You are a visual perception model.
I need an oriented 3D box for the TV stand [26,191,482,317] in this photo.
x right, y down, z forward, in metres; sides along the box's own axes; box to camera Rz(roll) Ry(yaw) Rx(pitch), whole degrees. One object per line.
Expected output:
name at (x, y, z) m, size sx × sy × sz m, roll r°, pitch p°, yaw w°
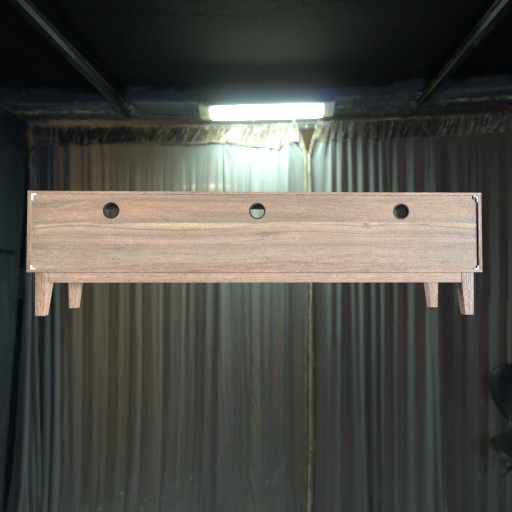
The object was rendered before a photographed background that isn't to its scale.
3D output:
TV stand at (0.000, 0.000, 1.624) m, size 1.482 × 0.409 × 0.366 m, roll 0°, pitch -2°, yaw -1°
